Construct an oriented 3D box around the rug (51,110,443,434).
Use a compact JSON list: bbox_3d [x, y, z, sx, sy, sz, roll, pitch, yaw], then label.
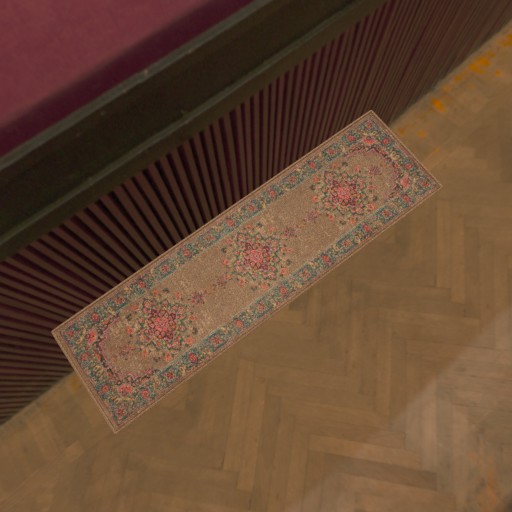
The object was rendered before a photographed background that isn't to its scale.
[{"bbox_3d":[0.000,0.000,2.519,2.297,0.019,0.659,-36,78,-9],"label":"rug"}]
